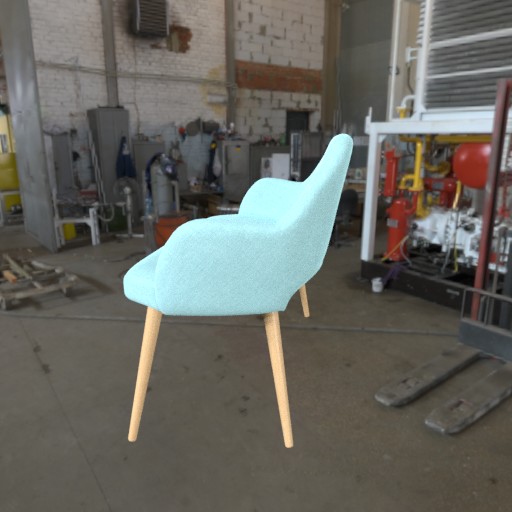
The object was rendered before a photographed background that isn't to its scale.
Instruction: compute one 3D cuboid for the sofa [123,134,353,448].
[{"bbox_3d":[0.000,0.000,1.592,0.610,0.840,1.150,2,15,9],"label":"sofa"}]
